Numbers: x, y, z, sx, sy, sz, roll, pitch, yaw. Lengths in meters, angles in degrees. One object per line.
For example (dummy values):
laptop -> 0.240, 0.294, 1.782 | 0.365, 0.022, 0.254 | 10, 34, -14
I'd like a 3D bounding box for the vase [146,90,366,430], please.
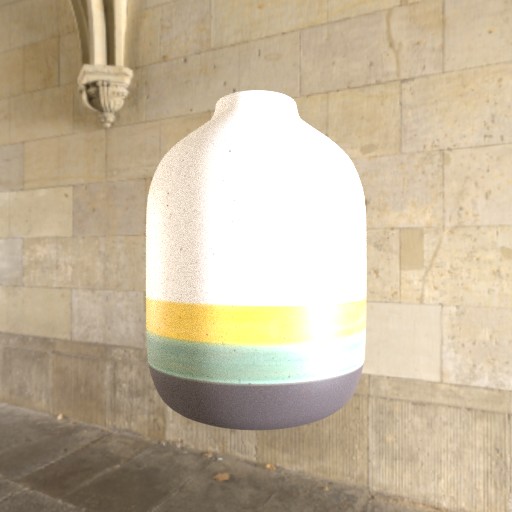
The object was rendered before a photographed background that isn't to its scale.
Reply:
vase -> 0.000, 0.000, 0.352 | 0.169, 0.240, 0.169 | 0, 0, 0
